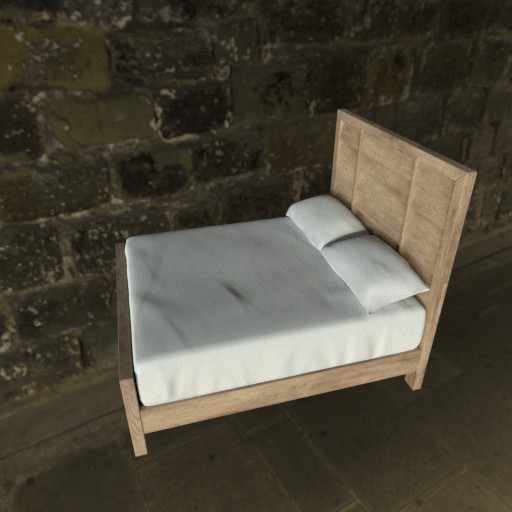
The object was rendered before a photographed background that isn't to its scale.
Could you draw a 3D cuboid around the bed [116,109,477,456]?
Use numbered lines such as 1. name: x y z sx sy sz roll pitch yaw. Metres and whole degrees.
1. bed: 0.000 0.000 3.218 2.017 1.631 1.615 -8 31 -14
